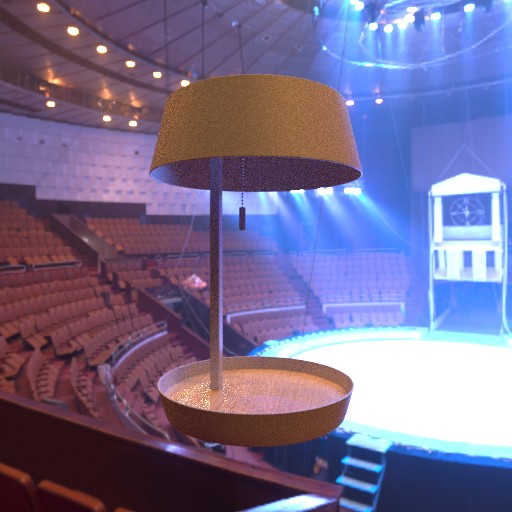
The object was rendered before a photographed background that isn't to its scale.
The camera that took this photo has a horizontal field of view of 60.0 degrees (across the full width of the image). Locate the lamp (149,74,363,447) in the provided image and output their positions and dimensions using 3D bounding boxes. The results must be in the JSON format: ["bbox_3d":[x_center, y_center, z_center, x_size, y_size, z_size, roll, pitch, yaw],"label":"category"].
[{"bbox_3d":[0.000,0.000,0.622,0.291,0.429,0.291,0,1,0],"label":"lamp"}]
